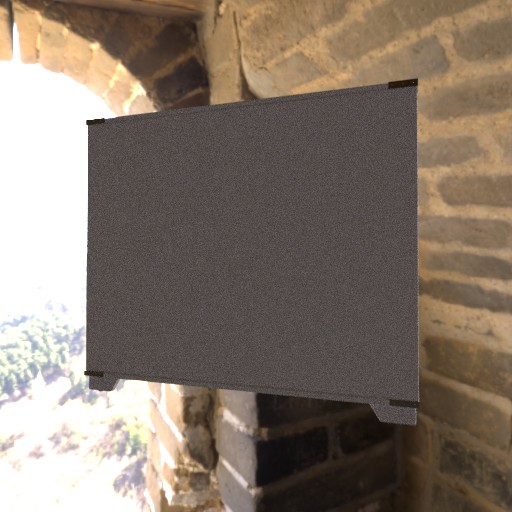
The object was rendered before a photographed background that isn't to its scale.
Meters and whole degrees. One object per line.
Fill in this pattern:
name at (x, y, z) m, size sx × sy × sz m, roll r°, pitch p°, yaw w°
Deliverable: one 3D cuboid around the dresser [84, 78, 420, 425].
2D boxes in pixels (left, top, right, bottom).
dresser at (0.000, 0.000, 1.498) m, size 1.022 × 0.891 × 0.460 m, roll 0°, pitch -1°, yaw 19°
